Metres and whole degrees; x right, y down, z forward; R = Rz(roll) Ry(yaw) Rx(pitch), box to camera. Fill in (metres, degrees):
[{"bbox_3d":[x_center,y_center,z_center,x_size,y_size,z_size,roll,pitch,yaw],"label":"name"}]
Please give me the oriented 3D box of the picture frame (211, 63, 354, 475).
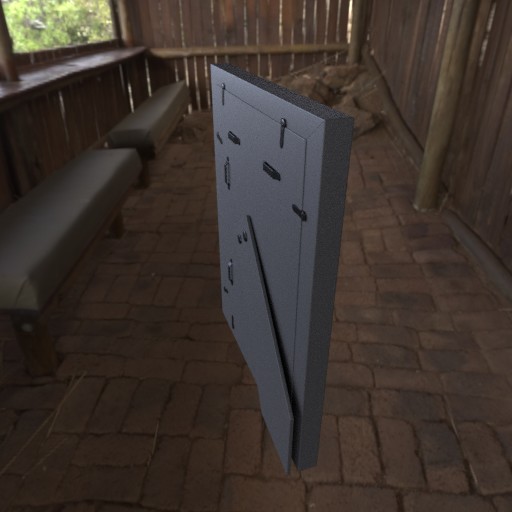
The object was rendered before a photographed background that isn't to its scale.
[{"bbox_3d":[0.000,0.000,0.520,0.036,0.383,0.307,-10,32,-17],"label":"picture frame"}]
